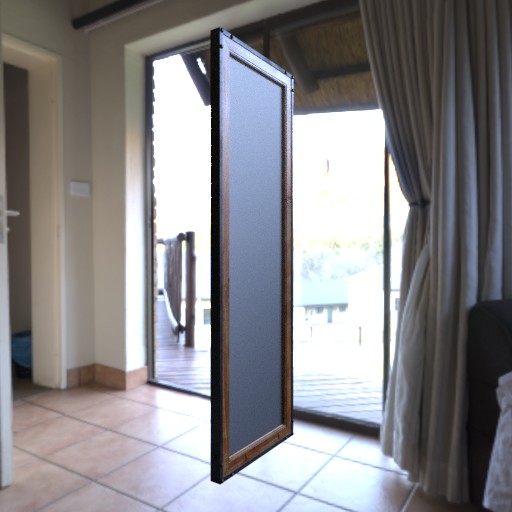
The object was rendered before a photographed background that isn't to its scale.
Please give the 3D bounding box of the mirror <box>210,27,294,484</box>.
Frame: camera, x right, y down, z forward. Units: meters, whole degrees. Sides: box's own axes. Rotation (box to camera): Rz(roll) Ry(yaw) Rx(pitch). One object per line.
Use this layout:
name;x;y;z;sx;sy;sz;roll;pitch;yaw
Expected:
mirror;0.000;0.000;1.193;0.042;1.080;0.354;0;0;34
